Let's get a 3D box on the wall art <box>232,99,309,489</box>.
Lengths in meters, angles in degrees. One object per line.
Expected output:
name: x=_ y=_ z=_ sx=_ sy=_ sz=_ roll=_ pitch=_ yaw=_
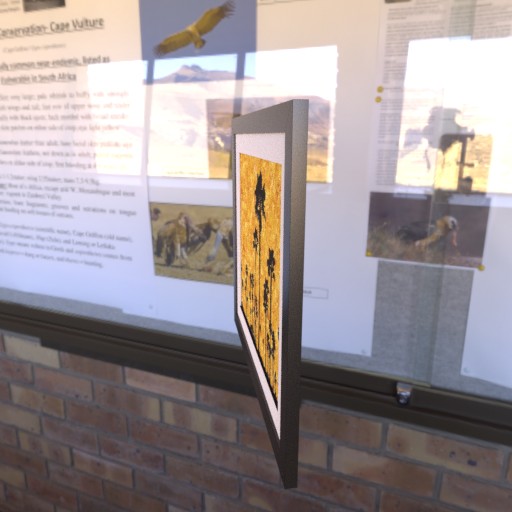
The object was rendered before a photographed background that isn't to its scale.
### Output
wall art: x=0.000 y=0.000 z=0.537 sx=0.012 sy=0.332 sz=0.383 roll=-2 pitch=15 yaw=-9
